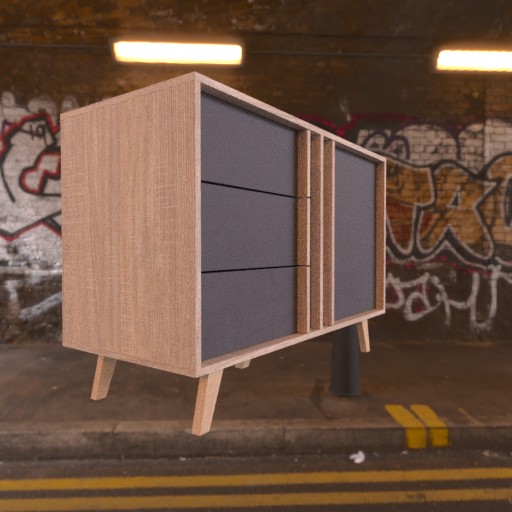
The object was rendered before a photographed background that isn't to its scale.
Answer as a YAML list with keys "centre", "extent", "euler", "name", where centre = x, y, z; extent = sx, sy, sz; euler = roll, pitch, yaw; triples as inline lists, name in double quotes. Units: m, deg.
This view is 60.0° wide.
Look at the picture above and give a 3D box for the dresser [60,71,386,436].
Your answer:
- centre: [0.000, 0.000, 1.508]
  extent: [0.500, 0.780, 1.110]
  euler: [1, 2, 36]
  name: "dresser"
